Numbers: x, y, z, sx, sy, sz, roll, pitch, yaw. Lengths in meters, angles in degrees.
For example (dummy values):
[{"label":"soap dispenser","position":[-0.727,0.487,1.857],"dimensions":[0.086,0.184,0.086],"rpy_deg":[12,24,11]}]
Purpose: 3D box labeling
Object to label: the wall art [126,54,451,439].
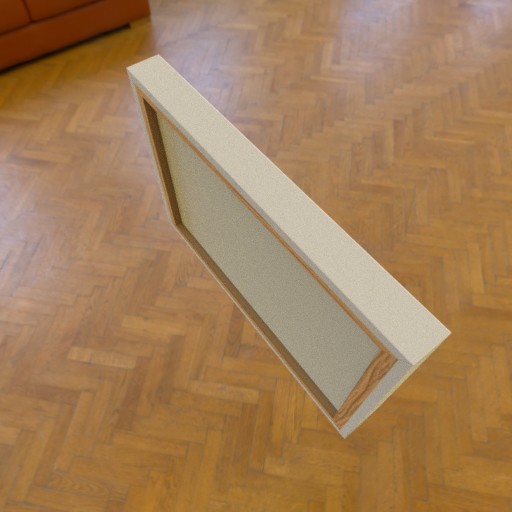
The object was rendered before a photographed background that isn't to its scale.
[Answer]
[{"label":"wall art","position":[0.000,0.000,0.478],"dimensions":[0.038,0.259,0.381],"rpy_deg":[-33,63,-19]}]
